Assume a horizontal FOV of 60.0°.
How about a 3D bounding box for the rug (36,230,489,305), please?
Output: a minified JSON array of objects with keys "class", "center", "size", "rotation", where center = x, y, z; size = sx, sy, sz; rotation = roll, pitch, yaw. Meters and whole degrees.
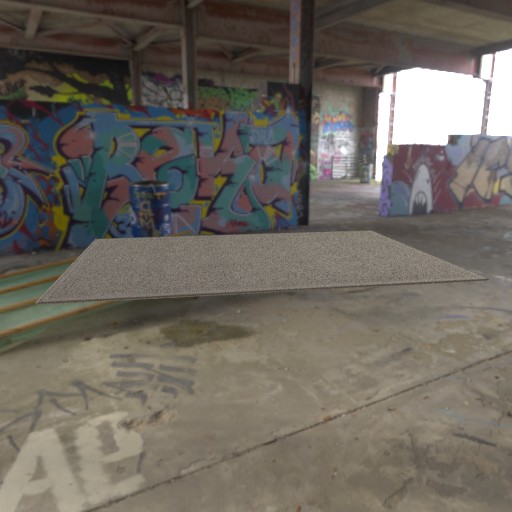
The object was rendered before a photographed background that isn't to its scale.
[{"class":"rug","center":[0.000,0.000,2.336],"size":[1.829,0.010,1.219],"rotation":[-2,13,-9]}]
